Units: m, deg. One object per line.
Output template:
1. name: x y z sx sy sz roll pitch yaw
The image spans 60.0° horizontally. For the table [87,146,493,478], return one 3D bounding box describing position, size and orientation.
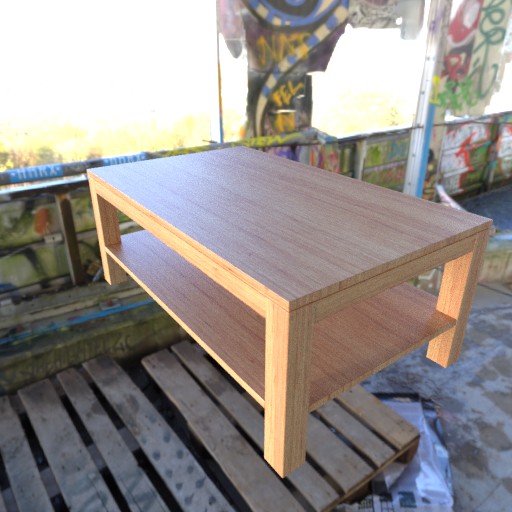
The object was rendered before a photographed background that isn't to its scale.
1. table: 0.000 0.000 1.485 0.695 0.457 1.146 -18 31 -32
